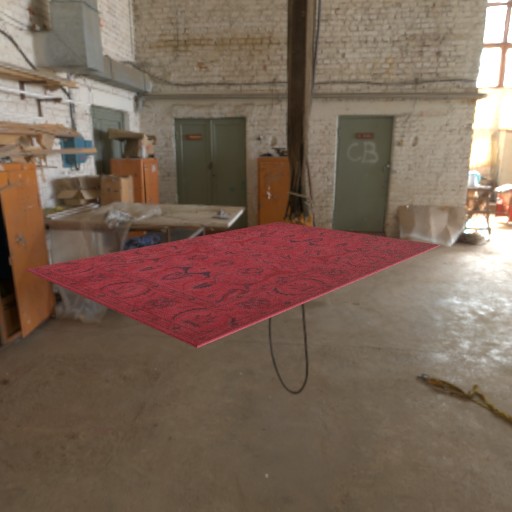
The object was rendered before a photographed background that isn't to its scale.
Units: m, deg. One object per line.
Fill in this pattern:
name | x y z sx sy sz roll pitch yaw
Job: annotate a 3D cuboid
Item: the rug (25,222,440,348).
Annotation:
rug | 0.000 0.000 2.287 1.209 0.008 1.814 12 18 41
